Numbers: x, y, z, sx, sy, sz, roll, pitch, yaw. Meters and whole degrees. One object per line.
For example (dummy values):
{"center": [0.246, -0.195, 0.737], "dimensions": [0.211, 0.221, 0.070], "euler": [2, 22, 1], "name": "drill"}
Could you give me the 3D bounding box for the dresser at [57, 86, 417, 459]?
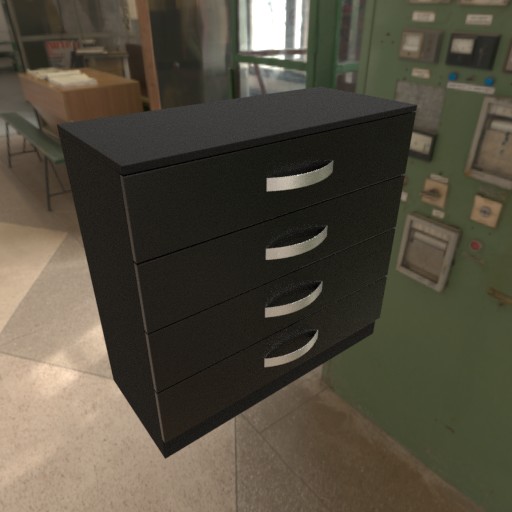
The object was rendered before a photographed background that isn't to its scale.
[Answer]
{"center": [0.000, 0.000, 1.159], "dimensions": [0.750, 0.720, 0.360], "euler": [-21, 36, -32], "name": "dresser"}
